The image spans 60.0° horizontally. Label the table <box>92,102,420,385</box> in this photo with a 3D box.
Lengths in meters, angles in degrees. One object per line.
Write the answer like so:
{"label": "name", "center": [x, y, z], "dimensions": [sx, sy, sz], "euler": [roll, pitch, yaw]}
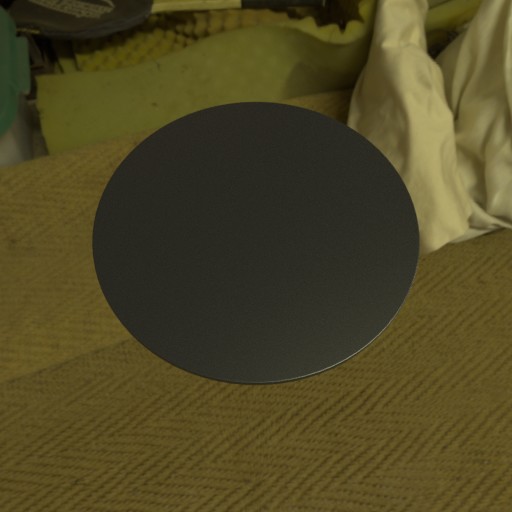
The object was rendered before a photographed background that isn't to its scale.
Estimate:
{"label": "table", "center": [0.000, 0.000, 1.455], "dimensions": [0.914, 0.457, 0.914], "euler": [0, 62, 0]}
